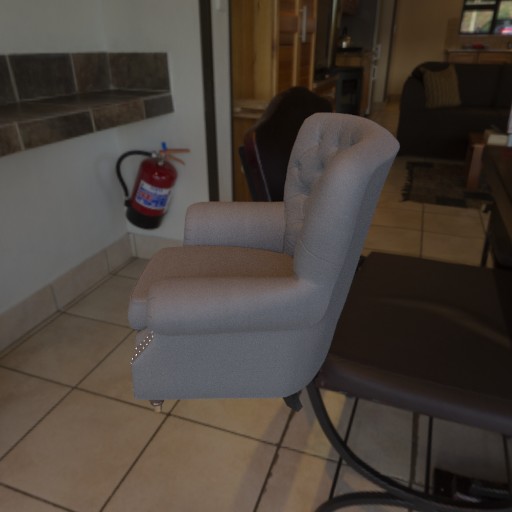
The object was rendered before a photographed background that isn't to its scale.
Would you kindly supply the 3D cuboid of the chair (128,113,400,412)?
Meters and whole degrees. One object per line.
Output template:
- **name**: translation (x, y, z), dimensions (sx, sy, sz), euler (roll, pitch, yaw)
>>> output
- **chair**: translation (0.000, 0.000, 1.806), dimensions (0.983, 1.046, 0.983), euler (0, 25, 1)
